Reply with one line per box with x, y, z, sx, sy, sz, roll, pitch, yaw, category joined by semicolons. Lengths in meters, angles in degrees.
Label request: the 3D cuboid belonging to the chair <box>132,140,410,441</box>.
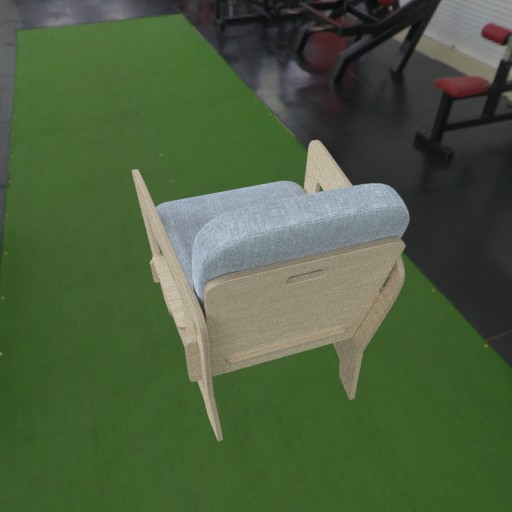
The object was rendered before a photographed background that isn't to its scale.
0.000;0.000;1.281;0.590;0.800;0.710;-12;44;-13;chair
